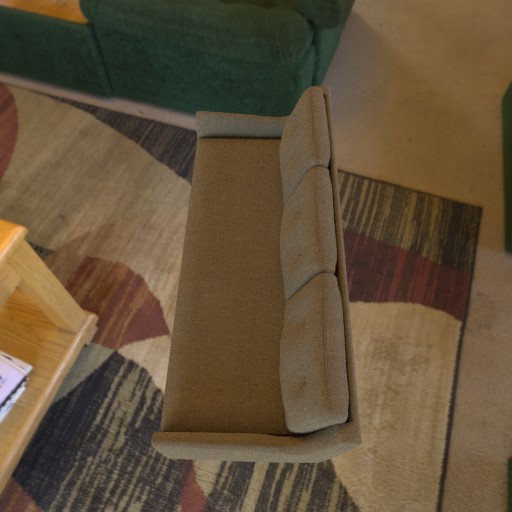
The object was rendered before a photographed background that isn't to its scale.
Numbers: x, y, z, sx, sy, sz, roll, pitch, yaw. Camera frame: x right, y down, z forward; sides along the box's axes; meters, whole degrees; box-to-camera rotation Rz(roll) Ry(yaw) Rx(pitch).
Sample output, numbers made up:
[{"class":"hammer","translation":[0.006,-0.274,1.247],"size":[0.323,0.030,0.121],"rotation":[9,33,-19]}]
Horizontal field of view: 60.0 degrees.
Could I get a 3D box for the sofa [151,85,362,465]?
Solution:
[{"class":"sofa","translation":[0.000,0.000,2.469],"size":[0.849,0.837,2.060],"rotation":[1,59,1]}]
